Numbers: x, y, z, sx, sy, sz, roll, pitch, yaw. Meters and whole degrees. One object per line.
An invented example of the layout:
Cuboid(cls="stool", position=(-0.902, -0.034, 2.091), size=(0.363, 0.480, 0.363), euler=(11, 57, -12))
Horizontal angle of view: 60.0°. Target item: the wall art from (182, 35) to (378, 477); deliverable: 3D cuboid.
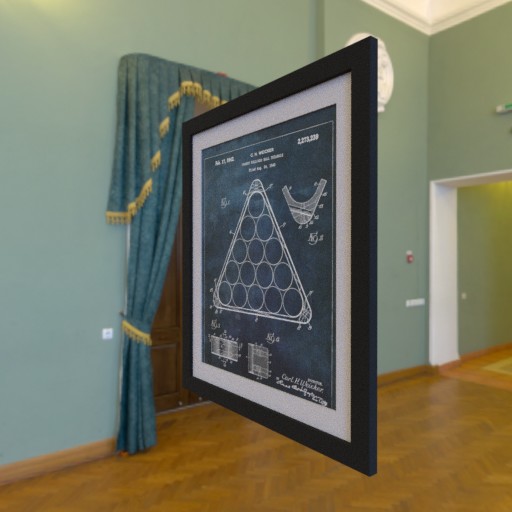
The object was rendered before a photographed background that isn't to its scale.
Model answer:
Cuboid(cls="wall art", position=(0.000, 0.000, 0.487), size=(0.010, 0.361, 0.311), euler=(0, 0, -39))
